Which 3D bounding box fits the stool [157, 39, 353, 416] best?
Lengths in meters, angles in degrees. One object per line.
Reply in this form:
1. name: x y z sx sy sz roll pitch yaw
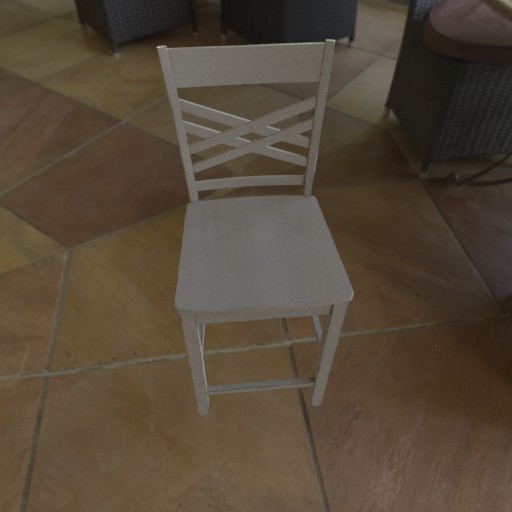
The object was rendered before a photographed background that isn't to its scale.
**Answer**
1. stool: 0.000 0.000 1.365 0.462 1.079 0.539 -4 48 -4
